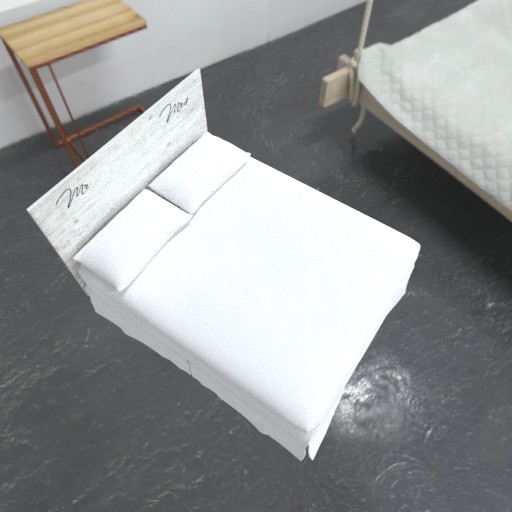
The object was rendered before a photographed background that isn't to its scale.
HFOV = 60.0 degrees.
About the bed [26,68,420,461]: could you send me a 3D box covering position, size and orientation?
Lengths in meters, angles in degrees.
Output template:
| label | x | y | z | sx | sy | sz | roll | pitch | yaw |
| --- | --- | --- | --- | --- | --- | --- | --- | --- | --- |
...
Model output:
| label | x | y | z | sx | sy | sz | roll | pitch | yaw |
| --- | --- | --- | --- | --- | --- | --- | --- | --- | --- |
| bed | 0.000 | 0.000 | 3.200 | 2.094 | 1.335 | 1.745 | 30 | 63 | 17 |
